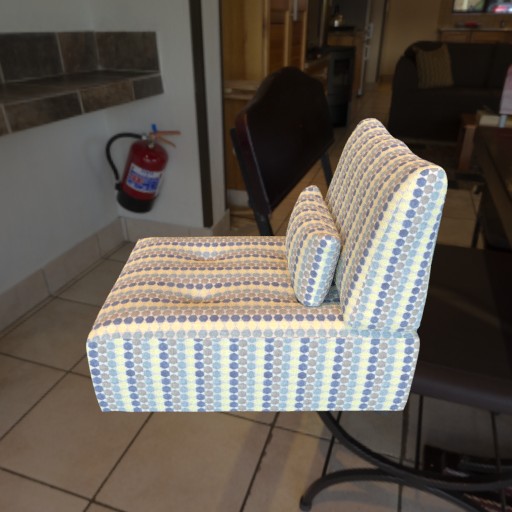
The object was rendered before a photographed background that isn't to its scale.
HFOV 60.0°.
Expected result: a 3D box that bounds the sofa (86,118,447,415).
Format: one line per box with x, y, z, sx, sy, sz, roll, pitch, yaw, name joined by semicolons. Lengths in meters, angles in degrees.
0.000;0.000;1.546;1.000;0.820;0.700;0;28;0;sofa
